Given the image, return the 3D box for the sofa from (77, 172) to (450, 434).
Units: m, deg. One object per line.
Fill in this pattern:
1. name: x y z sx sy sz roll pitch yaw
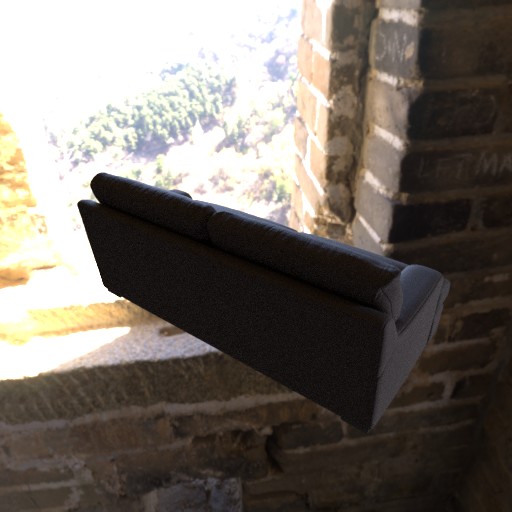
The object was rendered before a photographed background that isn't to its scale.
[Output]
1. sofa: 0.000 0.000 2.932 2.271 0.950 1.140 21 36 32
